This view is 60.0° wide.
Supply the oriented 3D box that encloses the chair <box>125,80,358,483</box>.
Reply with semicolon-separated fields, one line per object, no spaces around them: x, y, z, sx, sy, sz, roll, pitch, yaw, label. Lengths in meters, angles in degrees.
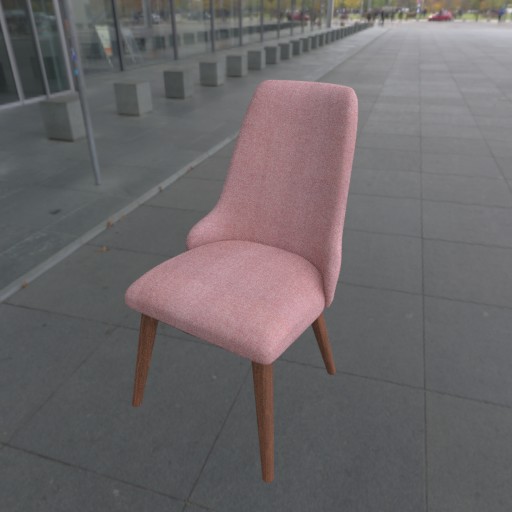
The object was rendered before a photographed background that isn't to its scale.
0.000;0.000;1.347;0.535;0.918;0.707;17;33;28;chair
